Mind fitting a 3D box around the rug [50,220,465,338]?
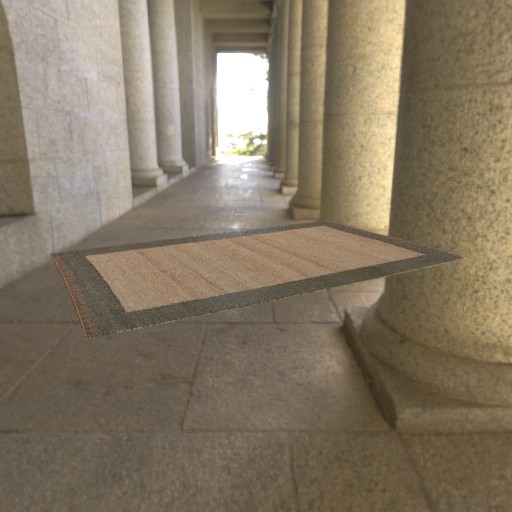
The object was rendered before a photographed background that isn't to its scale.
[{"bbox_3d":[0.000,0.000,3.010,2.435,0.006,1.521,-9,18,-28],"label":"rug"}]
